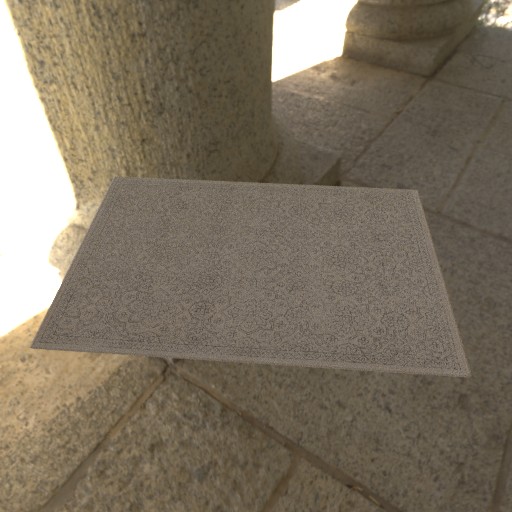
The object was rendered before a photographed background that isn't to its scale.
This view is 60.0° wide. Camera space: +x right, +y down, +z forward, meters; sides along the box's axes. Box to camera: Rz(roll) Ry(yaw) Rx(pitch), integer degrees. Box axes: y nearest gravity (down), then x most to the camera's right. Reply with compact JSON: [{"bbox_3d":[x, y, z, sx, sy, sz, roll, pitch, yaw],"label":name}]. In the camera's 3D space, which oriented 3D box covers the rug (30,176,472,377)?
[{"bbox_3d":[0.000,0.000,2.804,2.286,0.011,1.524,3,46,3],"label":"rug"}]
